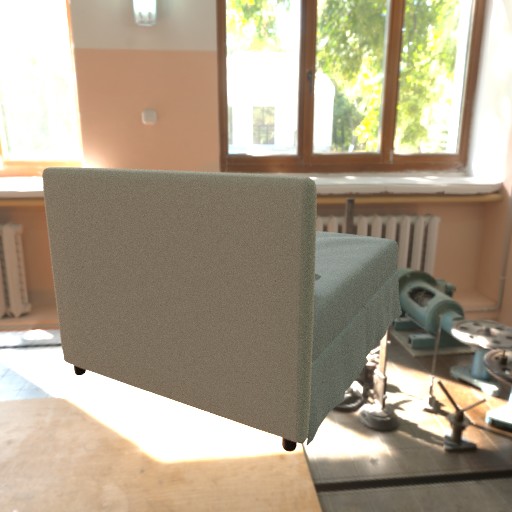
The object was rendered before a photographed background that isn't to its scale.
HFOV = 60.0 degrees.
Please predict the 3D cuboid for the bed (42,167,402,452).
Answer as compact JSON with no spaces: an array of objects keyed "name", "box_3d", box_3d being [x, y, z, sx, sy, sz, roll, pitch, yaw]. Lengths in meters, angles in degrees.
[{"name":"bed","box_3d":[0.000,0.000,3.216,1.748,1.330,2.142,8,16,28]}]
